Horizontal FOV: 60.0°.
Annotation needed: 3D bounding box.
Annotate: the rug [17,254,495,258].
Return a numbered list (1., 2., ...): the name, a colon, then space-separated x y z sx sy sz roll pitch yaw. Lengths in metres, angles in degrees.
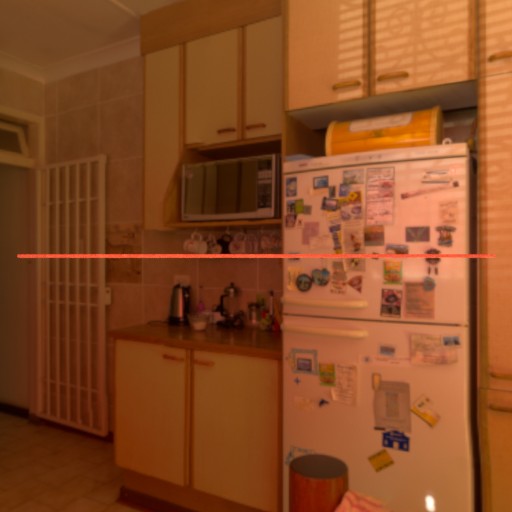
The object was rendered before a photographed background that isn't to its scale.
1. rug: 0.000 0.000 2.301 1.829 0.014 1.219 0 0 -1
